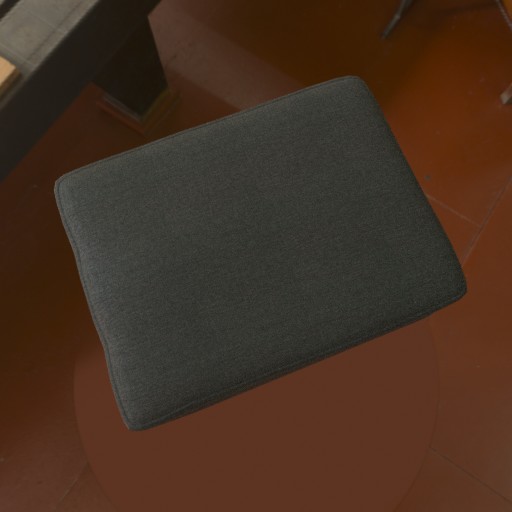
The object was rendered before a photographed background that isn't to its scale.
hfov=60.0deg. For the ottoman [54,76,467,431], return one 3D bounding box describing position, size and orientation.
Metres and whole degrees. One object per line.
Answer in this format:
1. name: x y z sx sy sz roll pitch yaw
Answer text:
1. ottoman: 0.000 0.000 1.200 0.826 0.496 0.639 -21 77 -5
